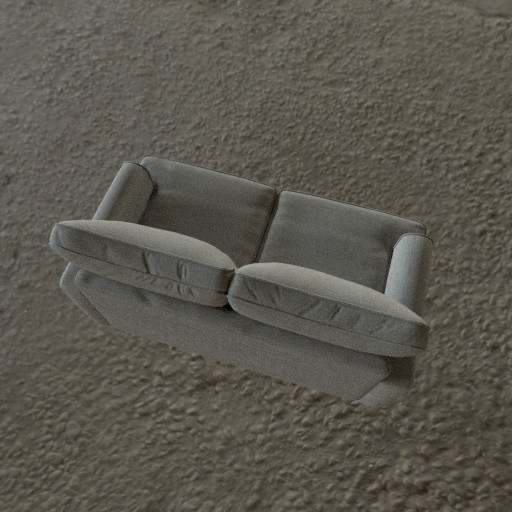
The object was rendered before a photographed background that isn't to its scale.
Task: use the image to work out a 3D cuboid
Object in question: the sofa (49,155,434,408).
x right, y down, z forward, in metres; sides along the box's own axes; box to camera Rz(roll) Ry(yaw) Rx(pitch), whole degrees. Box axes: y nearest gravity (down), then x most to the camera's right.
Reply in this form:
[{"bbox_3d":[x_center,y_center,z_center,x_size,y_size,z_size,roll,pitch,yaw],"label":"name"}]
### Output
[{"bbox_3d":[0.000,0.000,2.223,1.651,0.965,0.965,15,64,7],"label":"sofa"}]
